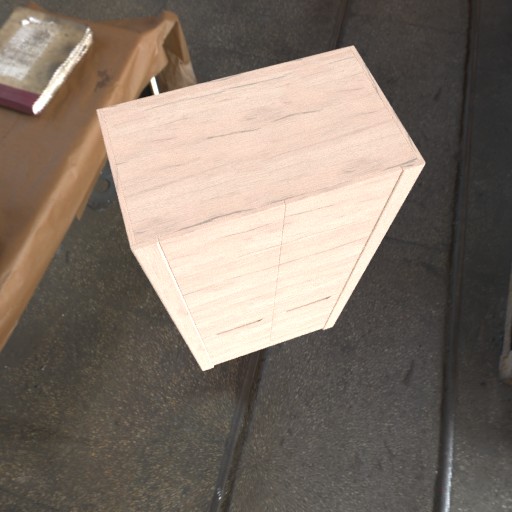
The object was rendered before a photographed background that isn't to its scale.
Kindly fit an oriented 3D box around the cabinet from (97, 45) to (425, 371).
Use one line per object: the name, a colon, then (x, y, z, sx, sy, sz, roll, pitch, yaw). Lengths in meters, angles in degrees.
cabinet: (0.000, 0.000, 2.372, 0.980, 1.930, 0.580, -17, 66, -8)
